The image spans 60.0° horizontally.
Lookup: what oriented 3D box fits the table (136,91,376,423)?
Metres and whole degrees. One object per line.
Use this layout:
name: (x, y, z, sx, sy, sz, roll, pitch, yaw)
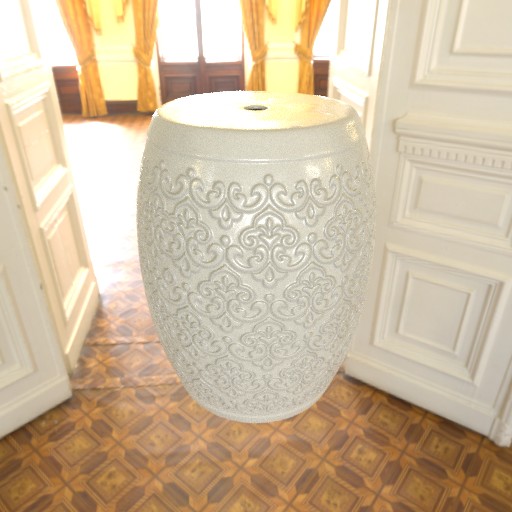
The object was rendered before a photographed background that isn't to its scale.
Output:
table: (0.000, 0.000, 0.609, 0.309, 0.397, 0.309, 0, 29, 0)
